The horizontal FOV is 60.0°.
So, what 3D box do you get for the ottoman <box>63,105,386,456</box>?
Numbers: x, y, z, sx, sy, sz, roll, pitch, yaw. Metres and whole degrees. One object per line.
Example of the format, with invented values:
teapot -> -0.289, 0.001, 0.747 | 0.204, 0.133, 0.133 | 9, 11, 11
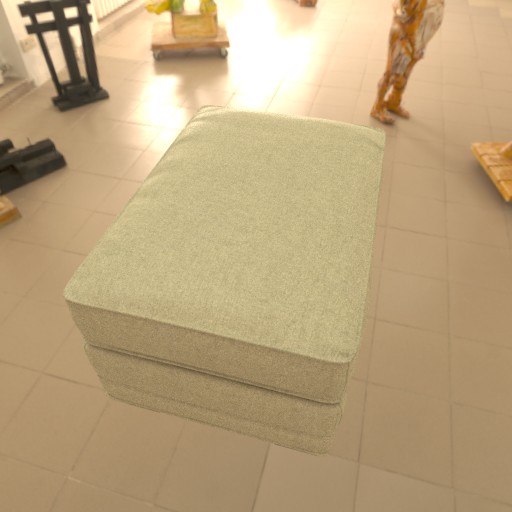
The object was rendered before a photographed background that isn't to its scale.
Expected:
ottoman -> 0.000, 0.000, 1.234 | 0.611, 0.508, 0.848 | 11, 47, 11
